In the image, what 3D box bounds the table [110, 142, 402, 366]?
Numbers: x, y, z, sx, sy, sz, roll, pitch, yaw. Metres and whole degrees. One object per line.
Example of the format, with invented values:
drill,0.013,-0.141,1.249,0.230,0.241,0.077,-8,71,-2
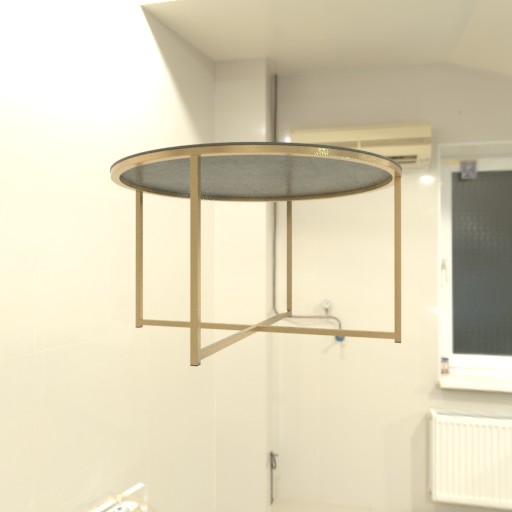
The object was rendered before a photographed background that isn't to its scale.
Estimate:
table,0.000,0.000,1.278,0.800,0.450,0.800,0,0,0
